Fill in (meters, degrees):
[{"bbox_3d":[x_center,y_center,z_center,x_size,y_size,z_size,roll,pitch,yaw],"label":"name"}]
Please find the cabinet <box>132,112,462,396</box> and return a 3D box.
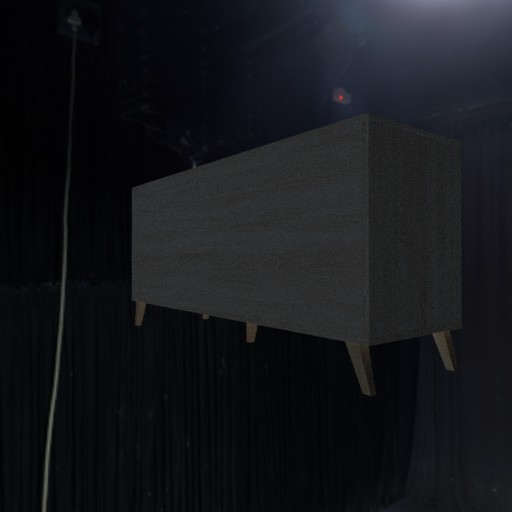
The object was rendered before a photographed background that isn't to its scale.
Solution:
[{"bbox_3d":[0.000,0.000,2.014,0.500,0.780,1.649,0,0,-38],"label":"cabinet"}]
